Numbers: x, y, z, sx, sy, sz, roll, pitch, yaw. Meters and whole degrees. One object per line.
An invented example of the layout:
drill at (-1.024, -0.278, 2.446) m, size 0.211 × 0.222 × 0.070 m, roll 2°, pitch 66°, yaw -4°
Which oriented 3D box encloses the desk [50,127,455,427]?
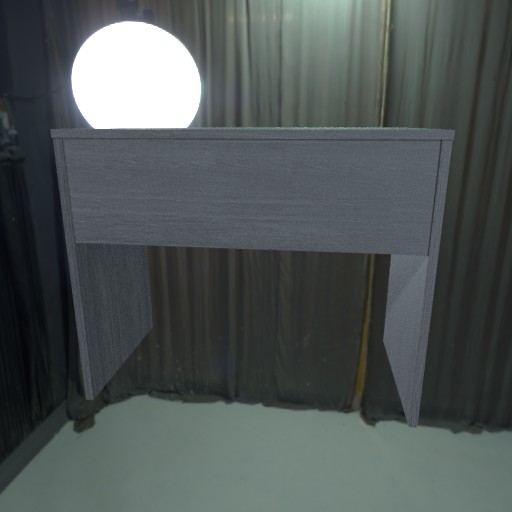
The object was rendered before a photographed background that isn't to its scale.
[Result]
desk at (0.000, 0.000, 1.308) m, size 0.893 × 0.724 × 0.498 m, roll 2°, pitch 17°, yaw 7°
